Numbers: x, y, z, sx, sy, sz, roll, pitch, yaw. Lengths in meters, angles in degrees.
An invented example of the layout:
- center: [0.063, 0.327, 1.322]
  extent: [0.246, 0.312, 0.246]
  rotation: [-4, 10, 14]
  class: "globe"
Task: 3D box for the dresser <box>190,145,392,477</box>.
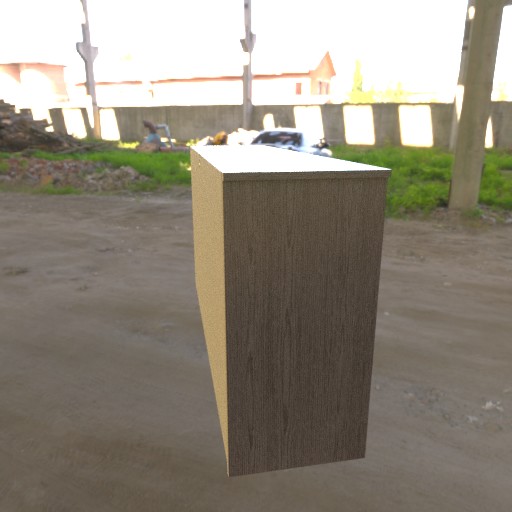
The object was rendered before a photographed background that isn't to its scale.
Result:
- center: [0.000, 0.000, 1.668]
  extent: [0.401, 0.755, 1.360]
  rotation: [-3, 16, -10]
  class: "dresser"
